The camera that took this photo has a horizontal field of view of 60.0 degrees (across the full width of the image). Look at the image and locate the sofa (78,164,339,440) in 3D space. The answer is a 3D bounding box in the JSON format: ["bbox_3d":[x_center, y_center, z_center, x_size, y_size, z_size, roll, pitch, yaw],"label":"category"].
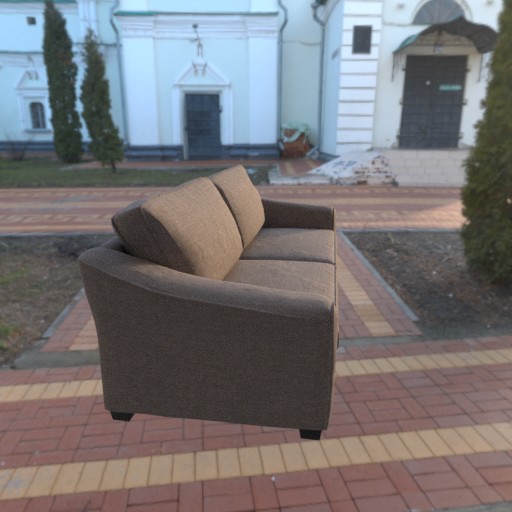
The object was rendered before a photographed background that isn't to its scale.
[{"bbox_3d":[0.000,0.000,2.680,0.980,0.965,2.270,3,16,9],"label":"sofa"}]
